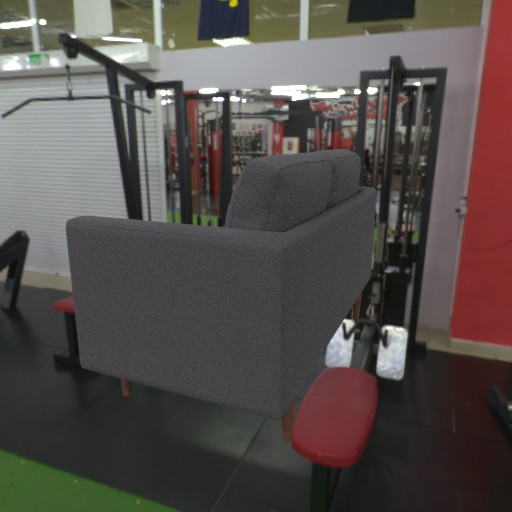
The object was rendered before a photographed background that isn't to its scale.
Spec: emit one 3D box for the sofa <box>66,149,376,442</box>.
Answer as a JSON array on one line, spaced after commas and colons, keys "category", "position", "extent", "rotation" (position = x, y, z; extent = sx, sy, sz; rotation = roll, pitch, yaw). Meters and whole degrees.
[{"category": "sofa", "position": [0.000, 0.000, 1.966], "extent": [0.796, 0.908, 1.430], "rotation": [6, 16, 23]}]
